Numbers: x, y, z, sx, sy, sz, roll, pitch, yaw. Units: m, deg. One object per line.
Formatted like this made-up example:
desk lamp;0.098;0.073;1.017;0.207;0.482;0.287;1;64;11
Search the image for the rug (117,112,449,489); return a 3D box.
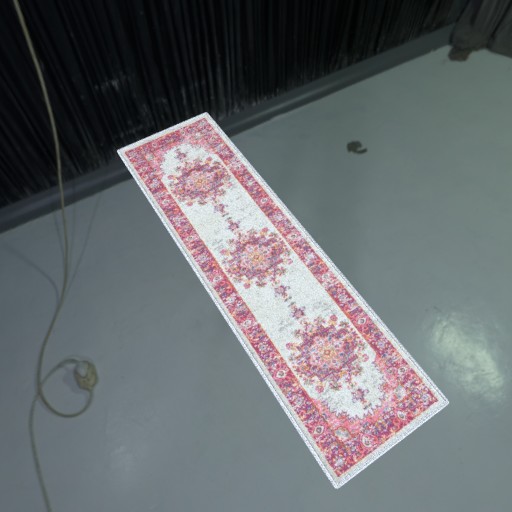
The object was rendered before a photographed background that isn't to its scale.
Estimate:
rug;0.000;0.000;2.449;0.666;0.011;2.294;-29;63;-16
